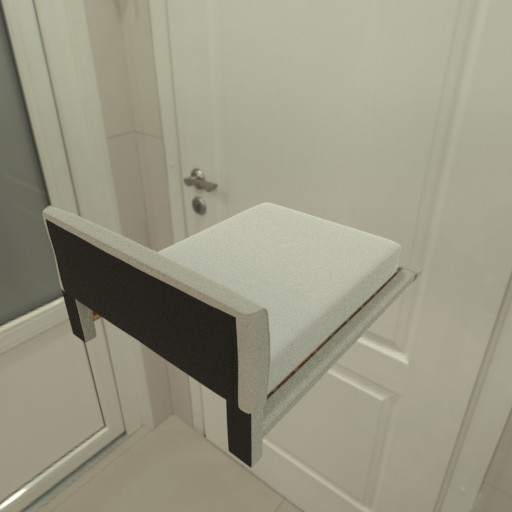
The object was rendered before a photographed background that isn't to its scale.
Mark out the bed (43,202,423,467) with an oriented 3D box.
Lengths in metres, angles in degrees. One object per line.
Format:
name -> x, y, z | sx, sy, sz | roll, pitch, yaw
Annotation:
bed -> 0.000, 0.000, 3.434 | 1.840, 1.067, 2.368 | 22, 36, 34
